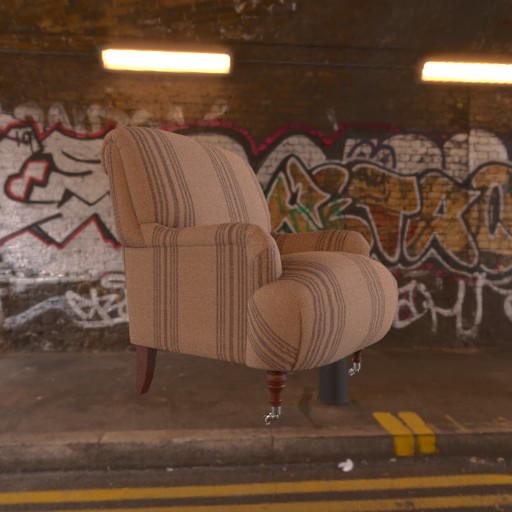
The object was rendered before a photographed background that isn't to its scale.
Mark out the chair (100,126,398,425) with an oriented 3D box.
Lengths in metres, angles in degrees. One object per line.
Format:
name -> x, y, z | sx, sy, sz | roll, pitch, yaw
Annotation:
chair -> 0.000, 0.000, 1.619 | 0.914, 0.940, 0.813 | 0, 0, 35
